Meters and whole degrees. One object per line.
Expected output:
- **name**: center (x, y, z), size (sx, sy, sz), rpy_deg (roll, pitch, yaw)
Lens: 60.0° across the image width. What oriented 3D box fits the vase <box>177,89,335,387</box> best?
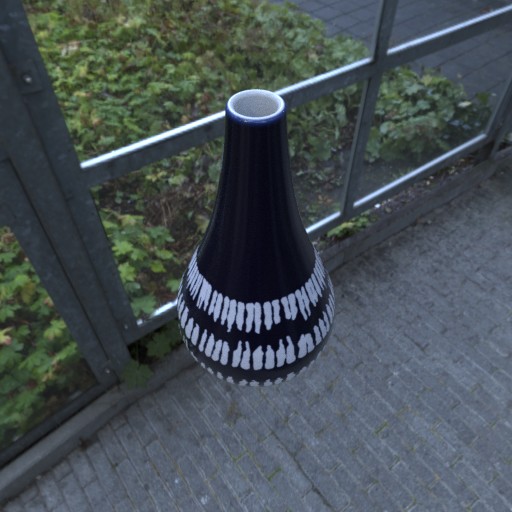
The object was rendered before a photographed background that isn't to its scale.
- **vase**: center (0.000, 0.000, 0.392), size (0.159, 0.295, 0.159), rpy_deg (0, 49, 0)
